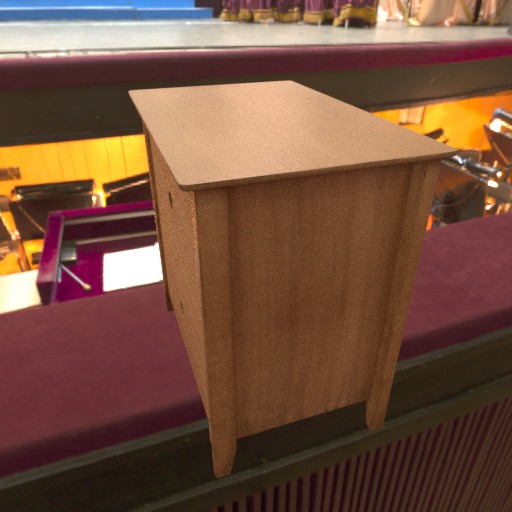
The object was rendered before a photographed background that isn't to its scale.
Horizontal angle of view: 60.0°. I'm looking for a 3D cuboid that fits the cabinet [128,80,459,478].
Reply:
[{"bbox_3d":[0.000,0.000,1.213,0.503,0.762,0.763,-10,32,-17],"label":"cabinet"}]
